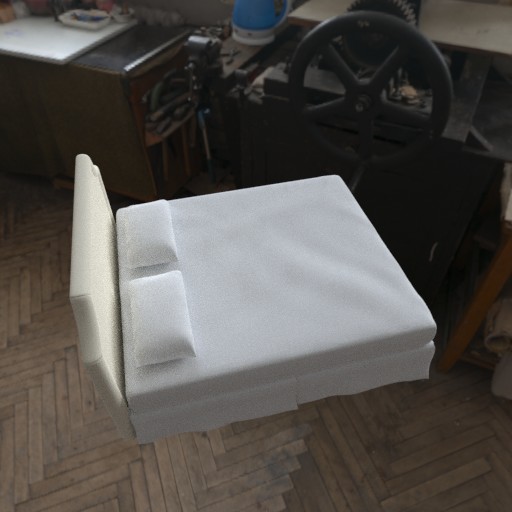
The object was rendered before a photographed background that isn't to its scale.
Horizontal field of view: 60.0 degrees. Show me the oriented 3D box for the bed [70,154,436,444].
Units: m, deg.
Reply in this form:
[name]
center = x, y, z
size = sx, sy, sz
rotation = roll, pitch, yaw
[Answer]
[bed]
center = 0.000, 0.000, 4.052
size = 2.773, 1.590, 2.350
rotation = -10, 47, -10
